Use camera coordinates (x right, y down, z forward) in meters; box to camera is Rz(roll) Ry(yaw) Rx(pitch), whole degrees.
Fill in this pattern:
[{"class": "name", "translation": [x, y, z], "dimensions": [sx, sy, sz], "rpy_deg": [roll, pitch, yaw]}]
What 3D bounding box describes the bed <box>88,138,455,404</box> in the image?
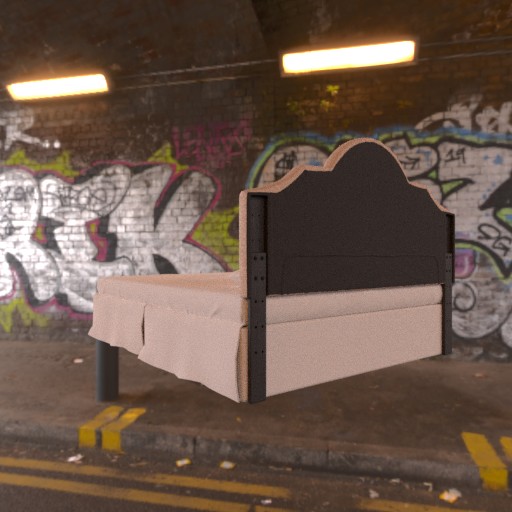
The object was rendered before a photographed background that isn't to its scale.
[{"class": "bed", "translation": [0.000, 0.000, 3.013], "dimensions": [1.667, 1.194, 1.970], "rpy_deg": [0, 0, -37]}]
